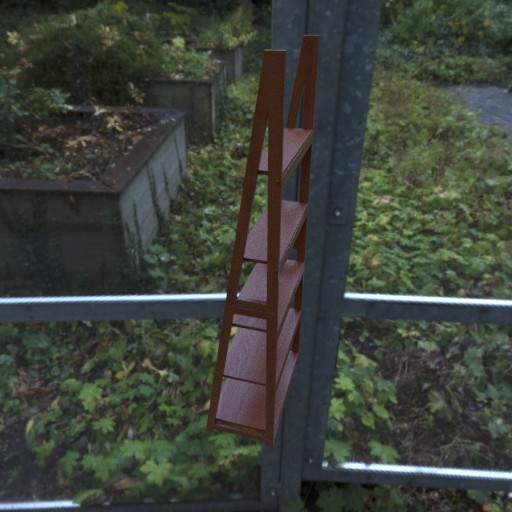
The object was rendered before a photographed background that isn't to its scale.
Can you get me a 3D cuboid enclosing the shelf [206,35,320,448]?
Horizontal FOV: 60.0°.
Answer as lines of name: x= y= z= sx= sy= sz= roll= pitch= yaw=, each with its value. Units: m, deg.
shelf: x=0.000 y=0.000 z=2.029 sx=0.356 sy=1.780 sz=0.630 roll=8 pitch=31 yaw=14
